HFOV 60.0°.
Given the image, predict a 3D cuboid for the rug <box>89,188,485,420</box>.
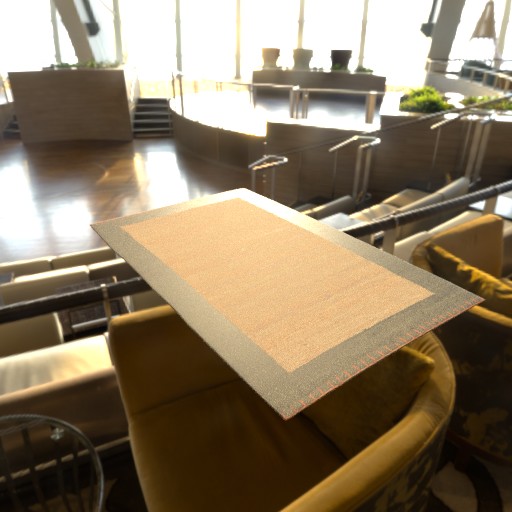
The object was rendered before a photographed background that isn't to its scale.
[{"bbox_3d":[0.000,0.000,3.028,1.521,0.006,2.435,-19,33,-31],"label":"rug"}]
